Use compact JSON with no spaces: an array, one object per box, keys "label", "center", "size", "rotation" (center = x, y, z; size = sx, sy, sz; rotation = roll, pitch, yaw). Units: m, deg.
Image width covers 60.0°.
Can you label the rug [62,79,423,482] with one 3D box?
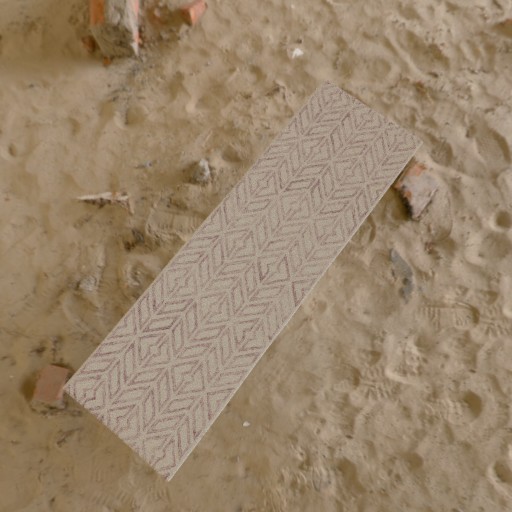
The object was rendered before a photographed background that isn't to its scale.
[{"label":"rug","center":[0.000,0.000,2.566],"size":[0.750,0.009,2.435],"rotation":[37,78,9]}]
